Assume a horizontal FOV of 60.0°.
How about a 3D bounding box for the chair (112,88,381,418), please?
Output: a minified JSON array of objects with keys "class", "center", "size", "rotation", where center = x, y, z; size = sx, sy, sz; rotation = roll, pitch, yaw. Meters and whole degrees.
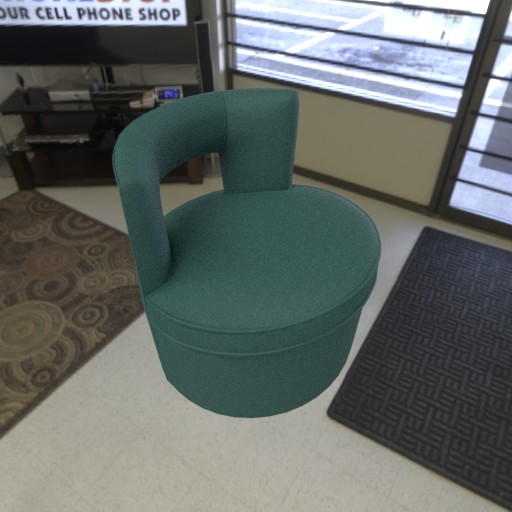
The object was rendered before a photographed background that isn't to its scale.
[{"class":"chair","center":[0.000,0.000,1.237],"size":[0.660,0.711,0.684],"rotation":[26,47,27]}]
